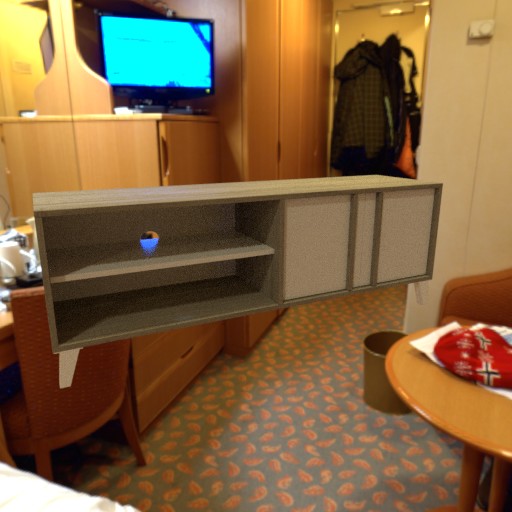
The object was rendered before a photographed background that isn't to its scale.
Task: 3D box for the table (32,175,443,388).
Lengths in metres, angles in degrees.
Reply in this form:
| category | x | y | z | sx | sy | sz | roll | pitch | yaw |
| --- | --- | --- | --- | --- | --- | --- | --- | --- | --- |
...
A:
| category | x | y | z | sx | sy | sz | roll | pitch | yaw |
| --- | --- | --- | --- | --- | --- | --- | --- | --- | --- |
| table | 0.000 | 0.000 | 1.727 | 1.500 | 0.530 | 0.400 | -8 | 17 | -25 |
